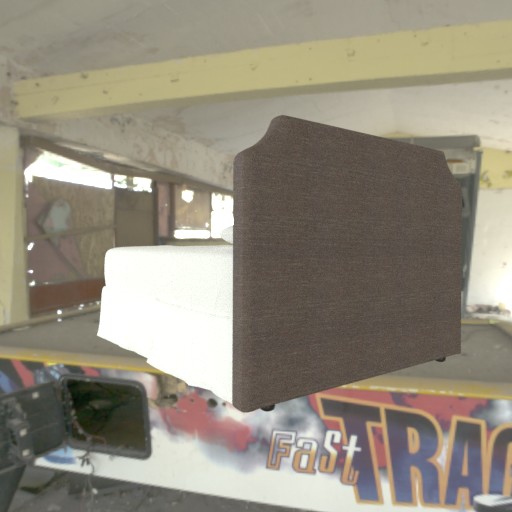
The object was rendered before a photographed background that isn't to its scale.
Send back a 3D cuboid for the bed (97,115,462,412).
[{"bbox_3d":[0.000,0.000,3.131,1.693,1.290,2.116,-1,2,-37],"label":"bed"}]
